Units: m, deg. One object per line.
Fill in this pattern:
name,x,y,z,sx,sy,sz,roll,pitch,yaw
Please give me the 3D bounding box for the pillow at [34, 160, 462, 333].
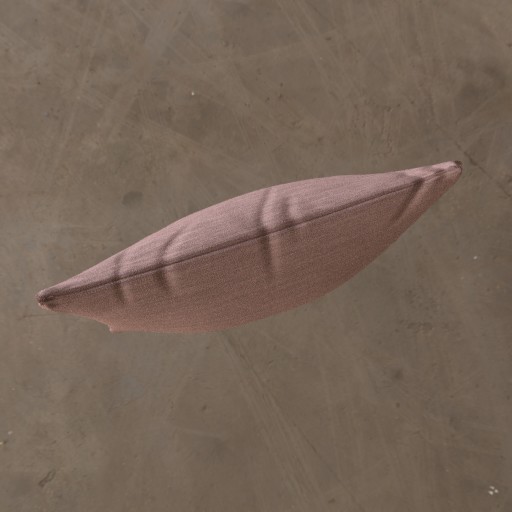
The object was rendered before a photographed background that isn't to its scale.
pillow,0.000,0.000,0.776,0.633,0.338,0.210,-18,76,-5
